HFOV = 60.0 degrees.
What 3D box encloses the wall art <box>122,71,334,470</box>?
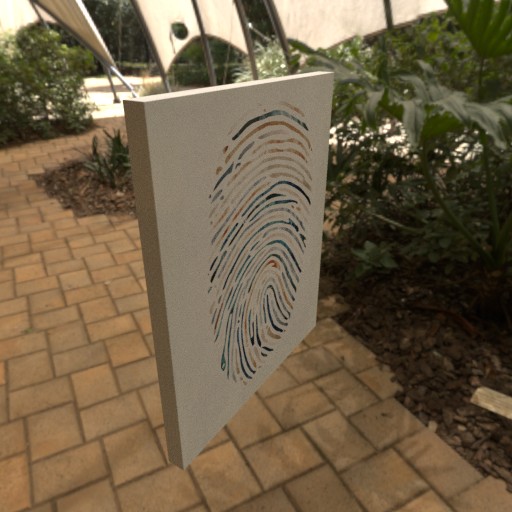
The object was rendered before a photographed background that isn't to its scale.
[{"bbox_3d":[0.000,0.000,0.827,0.037,0.606,0.508,16,31,29],"label":"wall art"}]
